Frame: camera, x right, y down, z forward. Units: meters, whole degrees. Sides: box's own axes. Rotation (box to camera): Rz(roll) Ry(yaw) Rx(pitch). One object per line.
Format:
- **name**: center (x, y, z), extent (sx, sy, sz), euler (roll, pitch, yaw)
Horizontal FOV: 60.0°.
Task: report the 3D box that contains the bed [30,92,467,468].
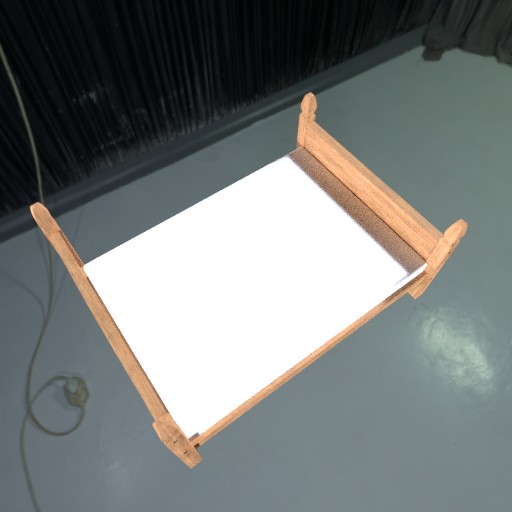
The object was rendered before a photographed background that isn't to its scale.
- **bed**: center (0.000, 0.000, 2.903), extent (2.069, 1.100, 1.490), euler (-32, 64, -18)
